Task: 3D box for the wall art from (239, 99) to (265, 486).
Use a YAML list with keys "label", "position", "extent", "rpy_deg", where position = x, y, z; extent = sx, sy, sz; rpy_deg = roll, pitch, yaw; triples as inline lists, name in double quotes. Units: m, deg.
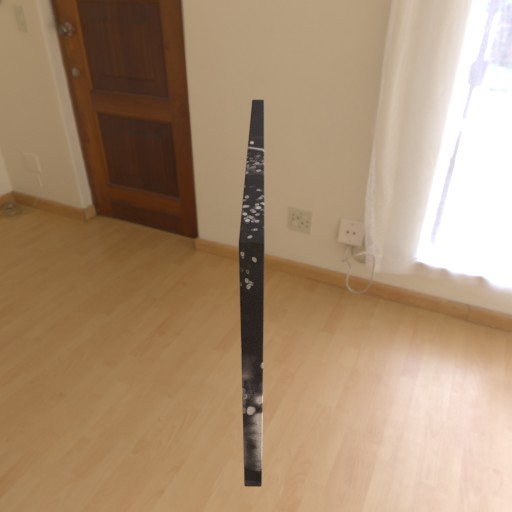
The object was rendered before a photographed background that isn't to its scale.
- label: "wall art"
  position: [0.000, 0.000, 1.186]
  extent: [0.038, 0.609, 0.914]
  rpy_deg: [0, 32, 1]
